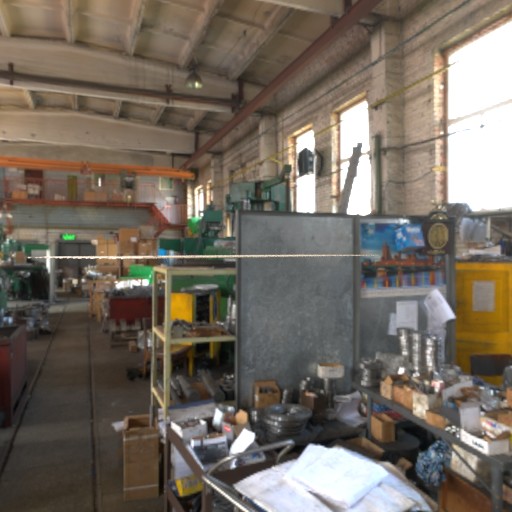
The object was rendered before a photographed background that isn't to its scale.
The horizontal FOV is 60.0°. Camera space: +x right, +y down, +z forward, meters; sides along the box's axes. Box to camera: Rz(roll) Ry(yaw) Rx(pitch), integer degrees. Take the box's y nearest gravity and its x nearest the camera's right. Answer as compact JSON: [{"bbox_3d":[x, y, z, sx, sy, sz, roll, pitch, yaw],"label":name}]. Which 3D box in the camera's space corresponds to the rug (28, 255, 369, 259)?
[{"bbox_3d":[0.000,0.000,2.710,0.660,0.005,2.464,0,0,36],"label":"rug"}]
